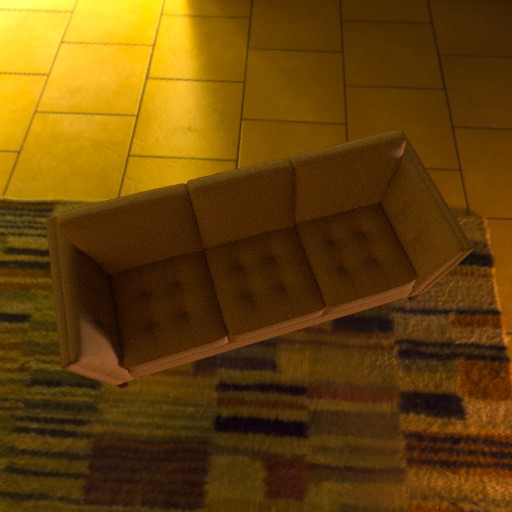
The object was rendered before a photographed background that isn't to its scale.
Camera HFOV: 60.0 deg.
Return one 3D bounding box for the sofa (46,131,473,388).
[{"bbox_3d":[0.000,0.000,2.905,2.388,0.940,0.965,-15,64,-8],"label":"sofa"}]
